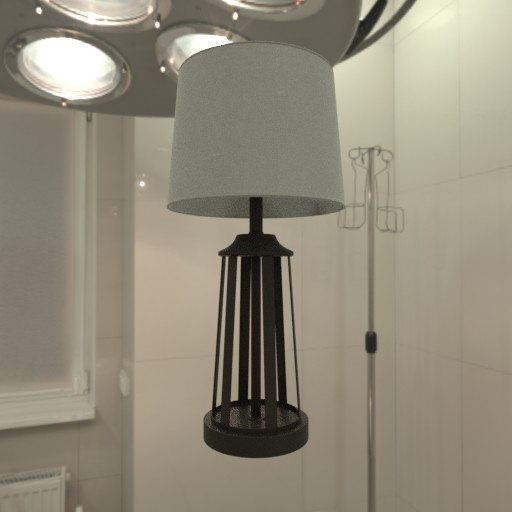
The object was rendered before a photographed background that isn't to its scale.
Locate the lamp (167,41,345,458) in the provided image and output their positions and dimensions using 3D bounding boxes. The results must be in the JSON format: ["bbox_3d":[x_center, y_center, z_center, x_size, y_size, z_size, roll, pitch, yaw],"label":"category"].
[{"bbox_3d":[0.000,0.000,0.633,0.251,0.509,0.251,0,-1,0],"label":"lamp"}]
